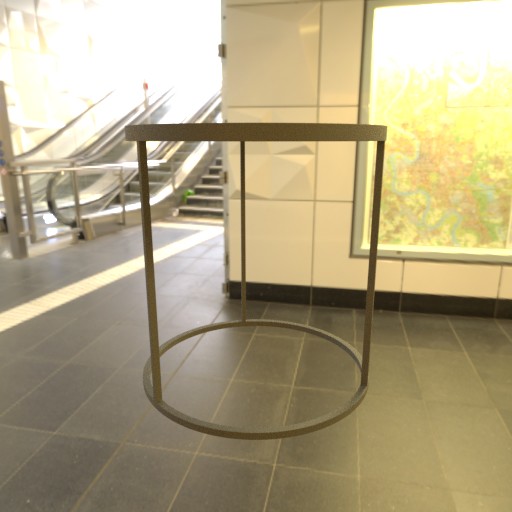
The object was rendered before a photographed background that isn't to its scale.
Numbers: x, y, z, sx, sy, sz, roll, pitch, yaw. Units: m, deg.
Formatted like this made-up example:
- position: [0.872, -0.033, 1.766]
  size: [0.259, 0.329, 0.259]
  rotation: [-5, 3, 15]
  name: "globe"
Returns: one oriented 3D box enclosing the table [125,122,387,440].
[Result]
- position: [0.000, 0.000, 0.888]
  size: [0.470, 0.498, 0.470]
  rotation: [0, 15, 0]
  name: "table"
